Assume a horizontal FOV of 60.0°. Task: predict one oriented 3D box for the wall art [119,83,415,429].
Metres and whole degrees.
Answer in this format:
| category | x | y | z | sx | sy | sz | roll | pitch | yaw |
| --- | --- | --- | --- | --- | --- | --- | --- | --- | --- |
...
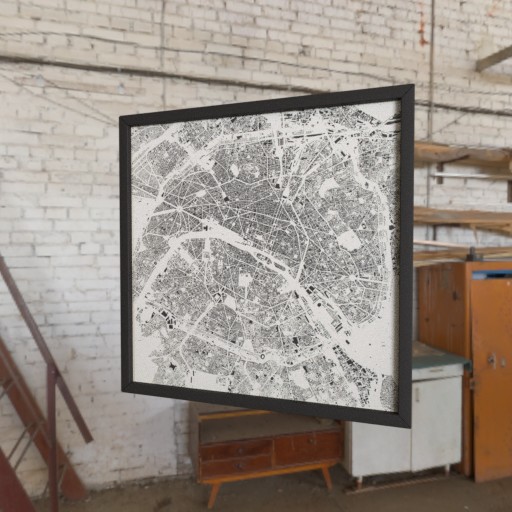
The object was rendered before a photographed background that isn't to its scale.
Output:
| category | x | y | z | sx | sy | sz | roll | pitch | yaw |
| --- | --- | --- | --- | --- | --- | --- | --- | --- | --- |
| wall art | 0.000 | 0.000 | 0.456 | 0.305 | 0.305 | 0.037 | 1 | 2 | 19 |
